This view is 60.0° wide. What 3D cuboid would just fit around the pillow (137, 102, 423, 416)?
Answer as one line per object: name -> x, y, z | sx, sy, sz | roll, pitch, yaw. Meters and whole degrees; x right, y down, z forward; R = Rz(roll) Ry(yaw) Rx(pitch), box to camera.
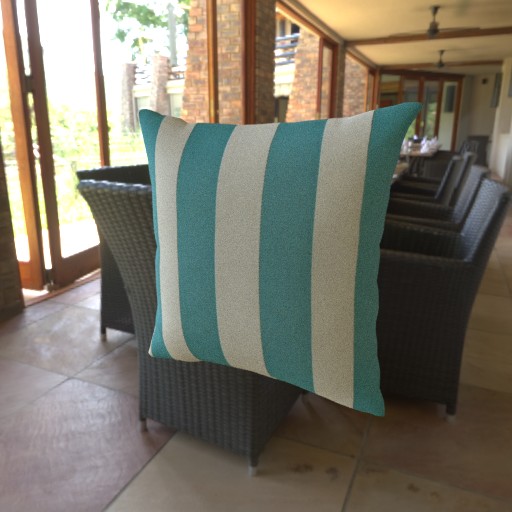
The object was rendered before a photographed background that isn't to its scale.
pillow -> 0.000, 0.000, 0.818 | 0.536, 0.526, 0.189 | 8, 17, 26
